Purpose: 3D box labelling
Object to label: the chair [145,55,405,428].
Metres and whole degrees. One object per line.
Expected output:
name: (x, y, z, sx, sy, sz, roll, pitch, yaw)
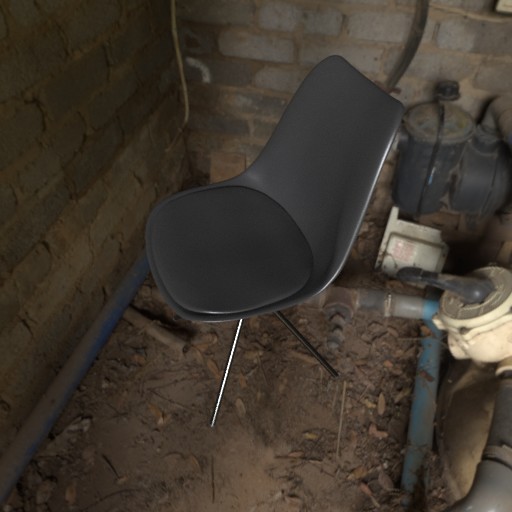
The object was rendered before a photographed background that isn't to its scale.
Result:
chair: (0.000, 0.000, 1.136, 0.525, 0.850, 0.461, -17, 49, -15)
